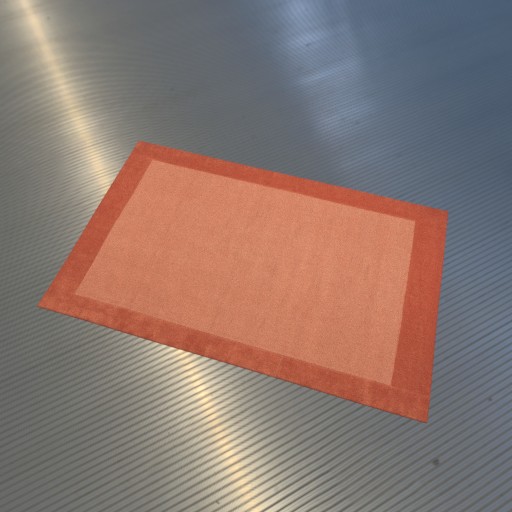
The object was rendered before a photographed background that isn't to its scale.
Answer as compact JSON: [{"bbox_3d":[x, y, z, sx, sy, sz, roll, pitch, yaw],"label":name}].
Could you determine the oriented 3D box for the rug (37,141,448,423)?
[{"bbox_3d":[0.000,0.000,3.004,2.438,0.014,1.524,15,60,9],"label":"rug"}]
